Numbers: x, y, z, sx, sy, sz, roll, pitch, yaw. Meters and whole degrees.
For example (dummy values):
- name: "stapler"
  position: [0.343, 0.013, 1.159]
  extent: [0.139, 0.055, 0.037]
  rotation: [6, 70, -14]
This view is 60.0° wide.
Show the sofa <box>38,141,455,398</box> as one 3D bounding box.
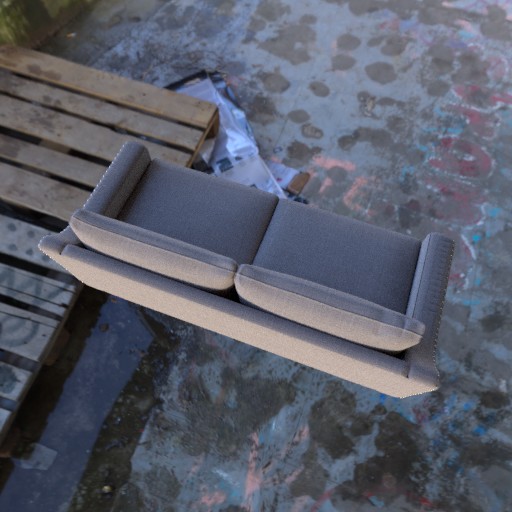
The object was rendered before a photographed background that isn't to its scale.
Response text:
- name: "sofa"
  position: [0.000, 0.000, 2.717]
  extent: [2.208, 0.857, 1.000]
  rotation: [18, 64, 9]
